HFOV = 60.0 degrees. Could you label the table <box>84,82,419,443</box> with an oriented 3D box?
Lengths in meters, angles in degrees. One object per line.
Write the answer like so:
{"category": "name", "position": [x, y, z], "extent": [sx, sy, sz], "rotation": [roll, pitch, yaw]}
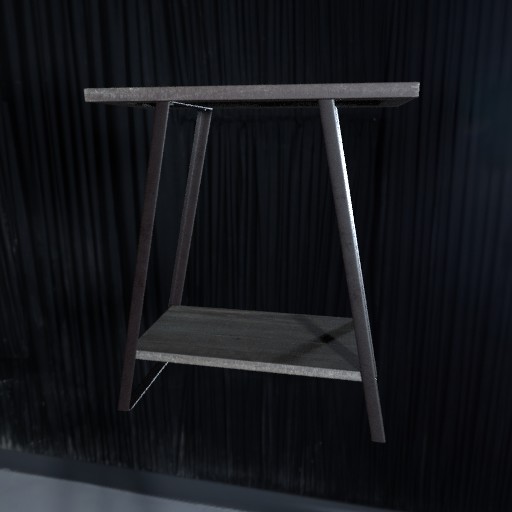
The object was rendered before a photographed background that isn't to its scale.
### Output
{"category": "table", "position": [0.000, 0.000, 1.010], "extent": [0.599, 0.701, 0.300], "rotation": [3, 16, 11]}
